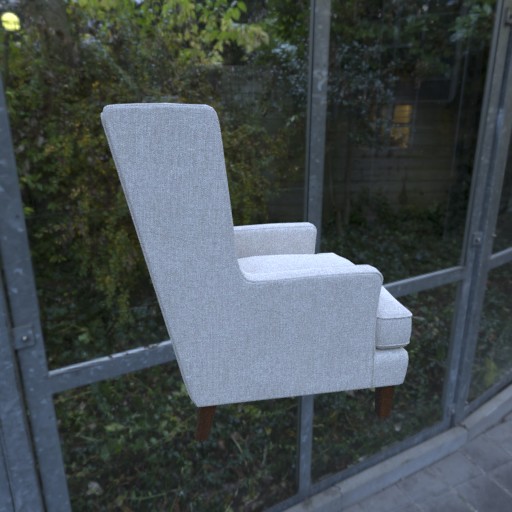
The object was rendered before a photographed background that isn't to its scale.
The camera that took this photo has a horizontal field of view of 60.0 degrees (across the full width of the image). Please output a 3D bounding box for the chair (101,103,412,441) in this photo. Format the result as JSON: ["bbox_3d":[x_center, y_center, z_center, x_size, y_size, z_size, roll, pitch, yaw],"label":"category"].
[{"bbox_3d":[0.000,0.000,1.710,0.948,1.082,0.764,-3,17,-10],"label":"chair"}]
